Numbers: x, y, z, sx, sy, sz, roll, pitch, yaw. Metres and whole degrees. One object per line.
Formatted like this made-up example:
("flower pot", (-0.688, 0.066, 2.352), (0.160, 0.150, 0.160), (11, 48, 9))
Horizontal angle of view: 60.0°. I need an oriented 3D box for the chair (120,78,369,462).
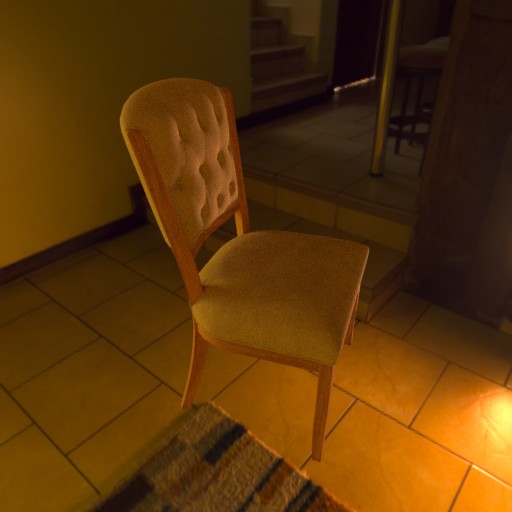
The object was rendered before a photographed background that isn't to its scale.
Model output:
("chair", (0.000, 0.000, 1.258), (0.584, 0.905, 0.513), (11, 33, 17))
